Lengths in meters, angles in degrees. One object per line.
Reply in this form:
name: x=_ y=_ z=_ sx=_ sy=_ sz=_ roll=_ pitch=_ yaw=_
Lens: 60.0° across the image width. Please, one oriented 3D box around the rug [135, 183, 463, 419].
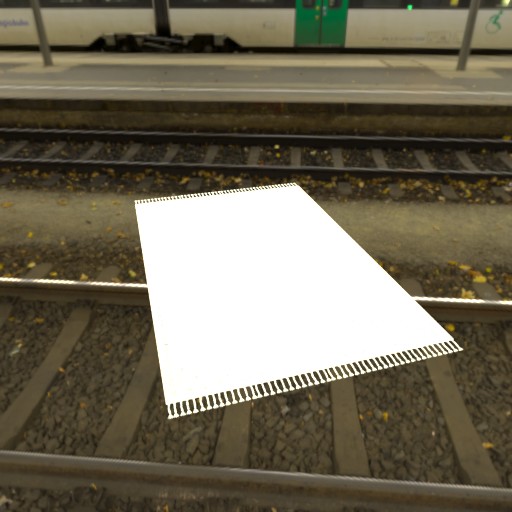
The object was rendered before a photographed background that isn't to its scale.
rug: x=0.000 y=0.000 z=3.119 sx=1.524 sy=0.010 sz=2.438 roll=-9 pitch=32 yaw=-14
